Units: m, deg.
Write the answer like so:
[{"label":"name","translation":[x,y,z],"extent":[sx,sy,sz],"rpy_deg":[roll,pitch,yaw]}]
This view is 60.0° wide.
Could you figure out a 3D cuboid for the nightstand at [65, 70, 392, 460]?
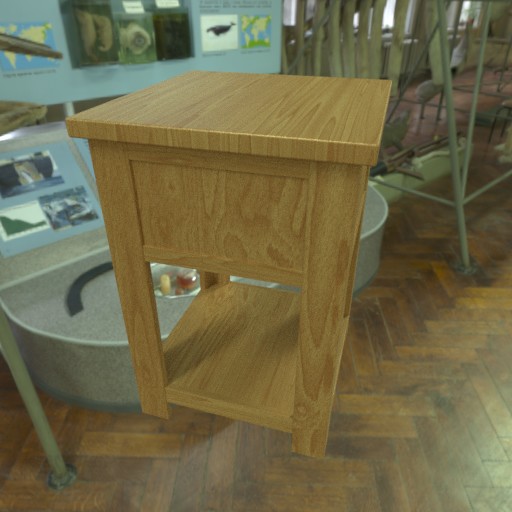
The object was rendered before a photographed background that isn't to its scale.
[{"label":"nightstand","translation":[0.000,0.000,0.885],"extent":[0.418,0.614,0.428],"rpy_deg":[9,32,14]}]
